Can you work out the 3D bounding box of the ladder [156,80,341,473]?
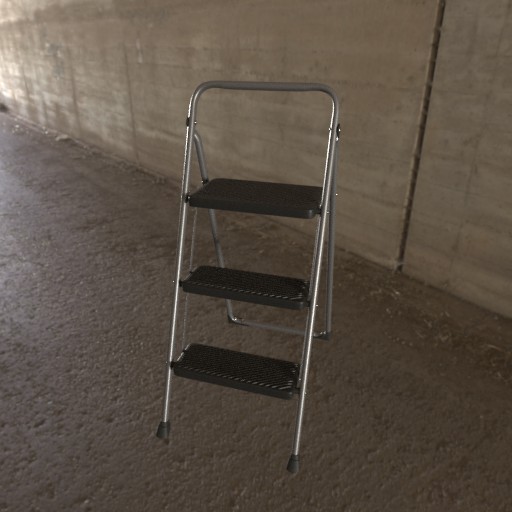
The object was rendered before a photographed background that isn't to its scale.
[{"bbox_3d":[0.000,0.000,1.302,0.430,0.945,0.629,8,27,15],"label":"ladder"}]
